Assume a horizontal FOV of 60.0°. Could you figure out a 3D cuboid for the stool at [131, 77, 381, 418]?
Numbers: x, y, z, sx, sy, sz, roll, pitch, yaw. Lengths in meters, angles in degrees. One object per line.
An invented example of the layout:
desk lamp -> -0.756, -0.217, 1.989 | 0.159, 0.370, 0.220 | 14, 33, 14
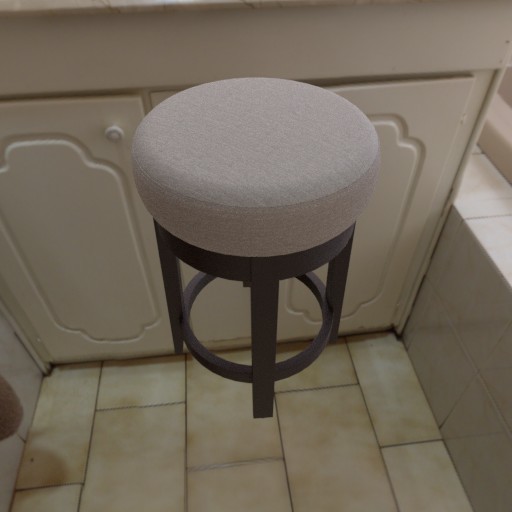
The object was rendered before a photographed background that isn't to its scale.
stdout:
stool -> 0.000, 0.000, 0.993 | 0.443, 0.672, 0.443 | 0, 45, 0
